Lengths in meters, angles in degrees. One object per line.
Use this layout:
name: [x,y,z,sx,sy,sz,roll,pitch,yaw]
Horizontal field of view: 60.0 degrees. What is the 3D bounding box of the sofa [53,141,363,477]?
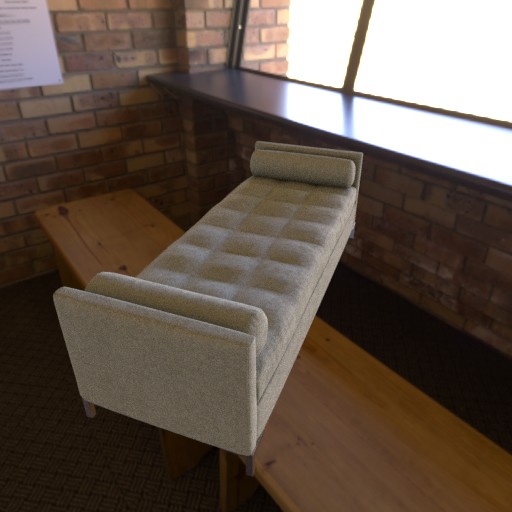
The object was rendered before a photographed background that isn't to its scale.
sofa: [0.000,0.000,2.462,0.797,0.657,2.102,11,32,18]
